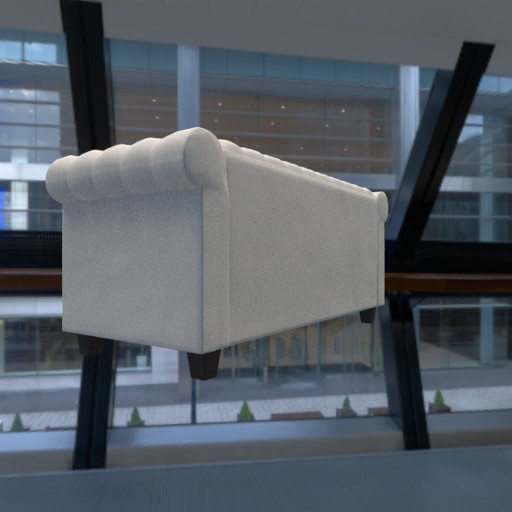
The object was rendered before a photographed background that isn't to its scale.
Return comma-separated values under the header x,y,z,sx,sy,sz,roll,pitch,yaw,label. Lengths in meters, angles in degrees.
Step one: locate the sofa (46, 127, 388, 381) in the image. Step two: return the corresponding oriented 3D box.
x,y,z,sx,sy,sz,roll,pitch,yaw,label
0.000,0.000,2.225,0.771,0.796,1.798,0,0,35,sofa
